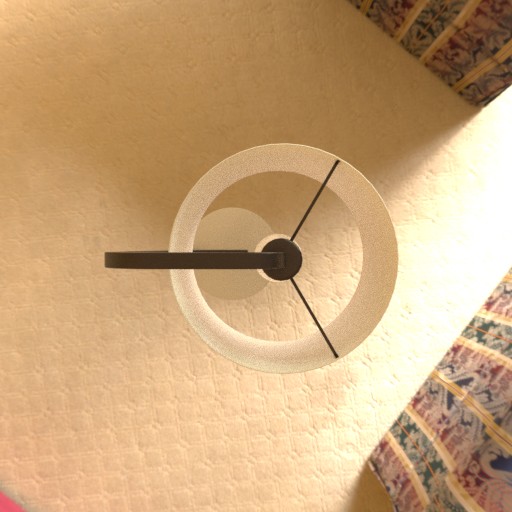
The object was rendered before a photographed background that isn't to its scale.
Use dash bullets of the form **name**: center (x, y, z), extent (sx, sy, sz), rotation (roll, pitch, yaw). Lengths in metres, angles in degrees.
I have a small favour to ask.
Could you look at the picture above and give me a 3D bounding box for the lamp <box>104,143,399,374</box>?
- **lamp**: center (0.000, 0.000, 0.620), extent (0.288, 0.473, 0.230), rotation (0, 91, 1)
